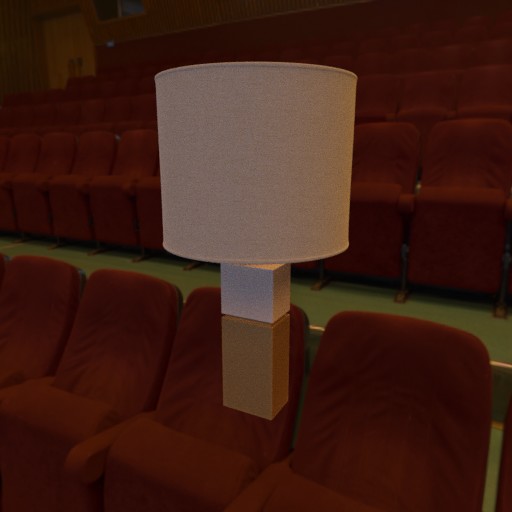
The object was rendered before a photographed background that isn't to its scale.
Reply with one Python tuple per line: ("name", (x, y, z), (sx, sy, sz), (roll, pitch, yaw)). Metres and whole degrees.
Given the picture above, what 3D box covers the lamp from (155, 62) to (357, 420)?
("lamp", (0.000, 0.000, 0.561), (0.229, 0.417, 0.229), (7, 15, 27))
